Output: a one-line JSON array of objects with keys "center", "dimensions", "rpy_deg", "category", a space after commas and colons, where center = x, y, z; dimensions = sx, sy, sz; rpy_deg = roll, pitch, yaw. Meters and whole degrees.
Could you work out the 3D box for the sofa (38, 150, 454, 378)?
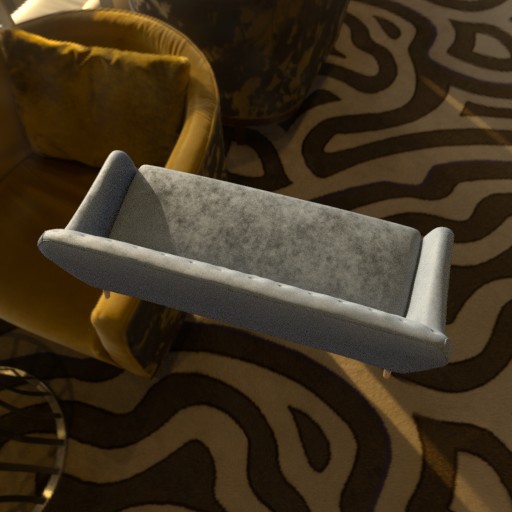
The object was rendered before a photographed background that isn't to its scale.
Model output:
[{"center": [0.000, 0.000, 2.421], "dimensions": [1.975, 0.832, 0.841], "rpy_deg": [15, 63, 8], "category": "sofa"}]
